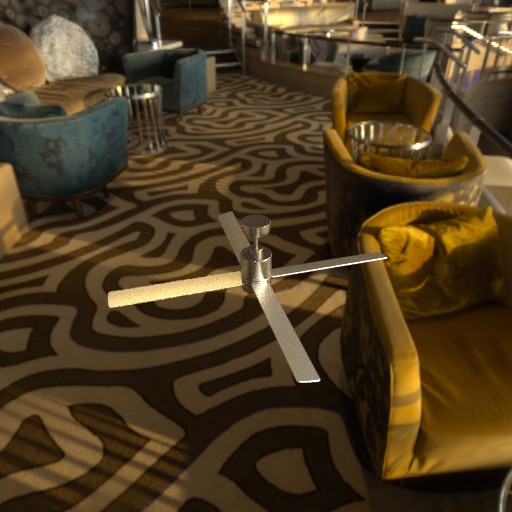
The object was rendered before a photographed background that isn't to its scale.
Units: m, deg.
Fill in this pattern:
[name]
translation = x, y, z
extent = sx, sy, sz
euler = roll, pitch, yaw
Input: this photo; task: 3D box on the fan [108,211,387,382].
[fan]
translation = 0.000, 0.000, 1.996
extent = 1.322, 0.355, 1.322
euler = -9, 33, -14
